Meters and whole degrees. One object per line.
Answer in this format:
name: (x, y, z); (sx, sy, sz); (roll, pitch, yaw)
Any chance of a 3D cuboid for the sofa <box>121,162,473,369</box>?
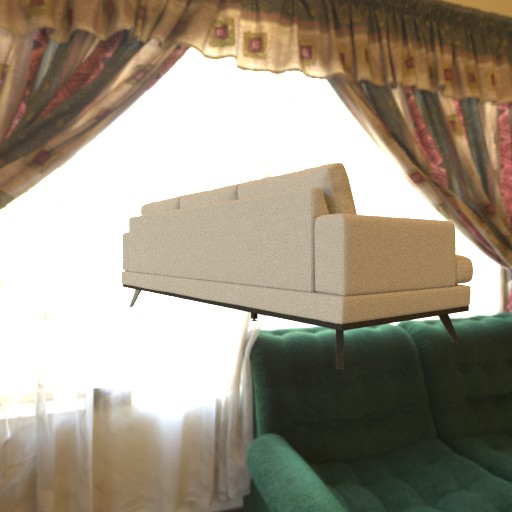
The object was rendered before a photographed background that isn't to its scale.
sofa: (0.000, 0.000, 2.772); (0.920, 0.810, 2.310); (-1, 1, -36)
